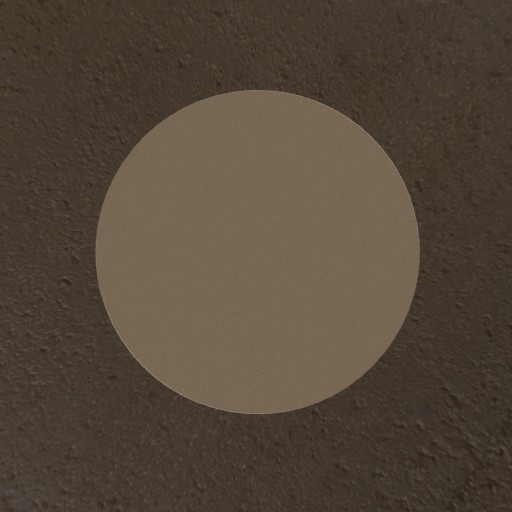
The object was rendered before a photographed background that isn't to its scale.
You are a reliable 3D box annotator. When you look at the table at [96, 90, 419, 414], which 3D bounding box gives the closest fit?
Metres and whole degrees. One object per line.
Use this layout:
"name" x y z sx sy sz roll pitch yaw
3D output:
"table" 0.000 0.000 0.838 0.418 0.532 0.418 0 88 -1
